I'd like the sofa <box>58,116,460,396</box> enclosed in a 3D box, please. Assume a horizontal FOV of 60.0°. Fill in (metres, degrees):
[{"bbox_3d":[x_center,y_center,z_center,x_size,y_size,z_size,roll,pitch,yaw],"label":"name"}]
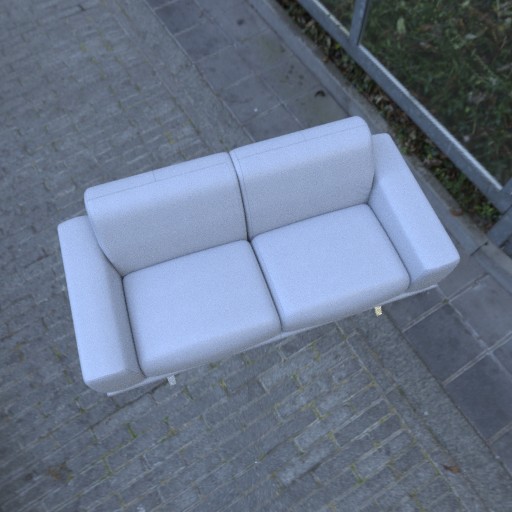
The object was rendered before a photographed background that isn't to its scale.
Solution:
[{"bbox_3d":[0.000,0.000,2.382,1.901,0.772,0.900,-17,66,-8],"label":"sofa"}]
